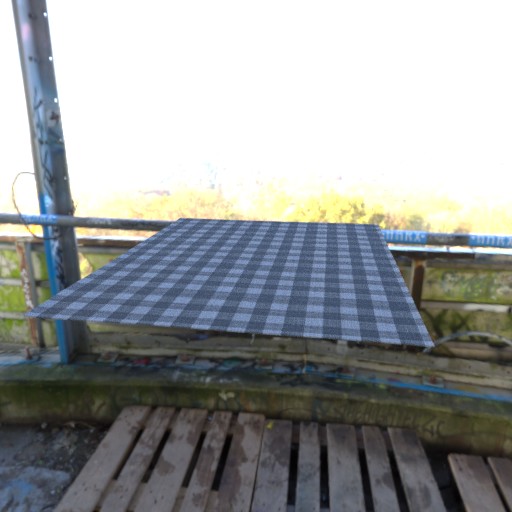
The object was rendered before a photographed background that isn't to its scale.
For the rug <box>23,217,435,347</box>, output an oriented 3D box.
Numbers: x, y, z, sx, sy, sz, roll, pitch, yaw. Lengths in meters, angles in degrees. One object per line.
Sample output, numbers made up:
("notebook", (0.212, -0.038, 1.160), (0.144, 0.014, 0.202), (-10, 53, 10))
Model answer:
("rug", (0.000, 0.000, 3.985), (2.432, 0.013, 3.021), (3, 17, 9))
